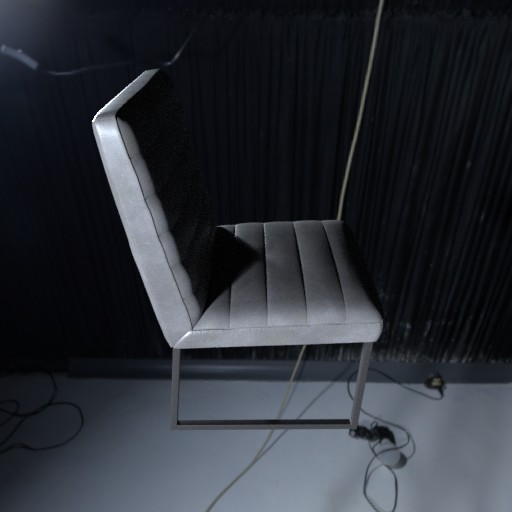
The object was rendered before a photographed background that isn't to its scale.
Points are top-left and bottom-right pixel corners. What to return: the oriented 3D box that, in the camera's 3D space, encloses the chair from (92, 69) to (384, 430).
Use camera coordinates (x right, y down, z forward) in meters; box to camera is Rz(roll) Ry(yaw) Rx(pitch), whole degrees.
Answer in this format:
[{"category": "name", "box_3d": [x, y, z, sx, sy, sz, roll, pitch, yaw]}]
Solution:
[{"category": "chair", "box_3d": [0.000, 0.000, 1.266, 0.634, 0.930, 0.520, 0, 32, 0]}]
